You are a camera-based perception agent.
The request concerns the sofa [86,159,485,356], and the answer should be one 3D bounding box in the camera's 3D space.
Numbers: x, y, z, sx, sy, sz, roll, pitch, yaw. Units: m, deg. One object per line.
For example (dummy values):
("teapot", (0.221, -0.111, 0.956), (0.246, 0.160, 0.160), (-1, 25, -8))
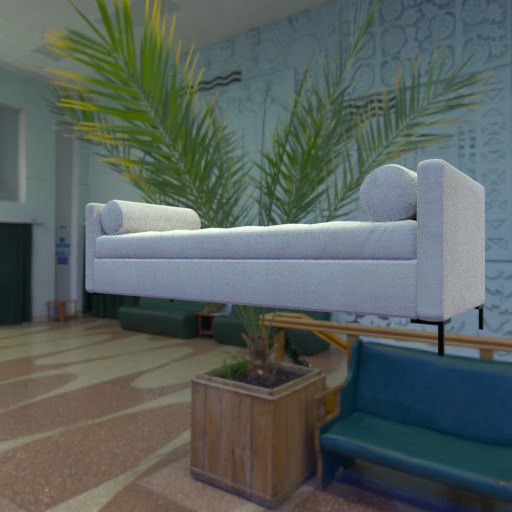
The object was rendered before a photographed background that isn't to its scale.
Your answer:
("sofa", (0.000, 0.000, 2.247), (1.981, 0.635, 0.686), (0, 0, 37))
